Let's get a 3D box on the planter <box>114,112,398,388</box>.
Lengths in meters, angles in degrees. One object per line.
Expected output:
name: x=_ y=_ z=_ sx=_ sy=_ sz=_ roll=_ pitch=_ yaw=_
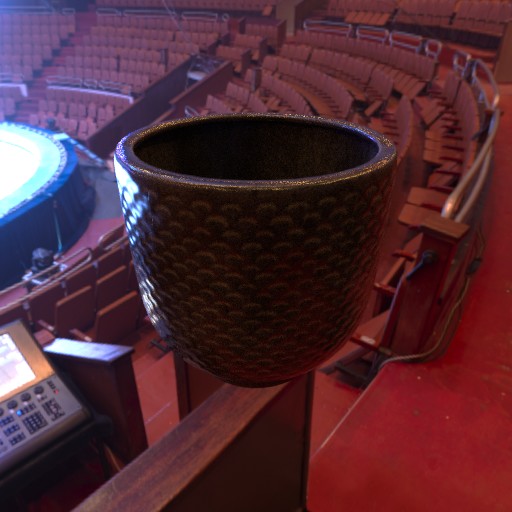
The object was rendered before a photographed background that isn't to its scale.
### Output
planter: x=0.000 y=0.000 z=0.361 sx=0.197 sy=0.191 sz=0.197 roll=0 pitch=29 yaw=0
